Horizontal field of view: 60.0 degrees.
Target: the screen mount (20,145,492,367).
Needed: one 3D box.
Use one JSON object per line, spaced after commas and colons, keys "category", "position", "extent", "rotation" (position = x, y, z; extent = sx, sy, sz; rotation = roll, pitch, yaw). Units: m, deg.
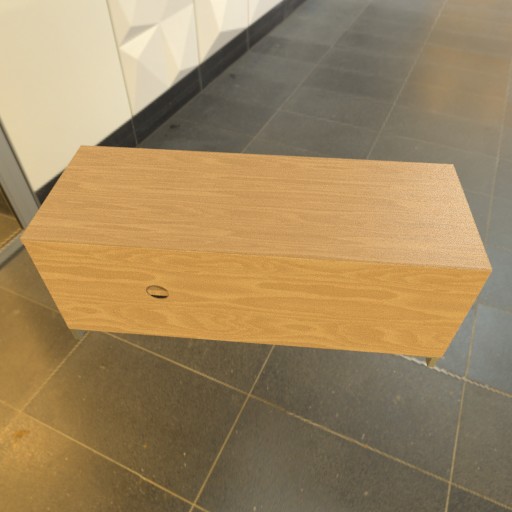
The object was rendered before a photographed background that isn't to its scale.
{"category": "screen mount", "position": [0.000, 0.000, 1.303], "extent": [1.084, 0.432, 0.406], "rotation": [4, 47, 4]}
